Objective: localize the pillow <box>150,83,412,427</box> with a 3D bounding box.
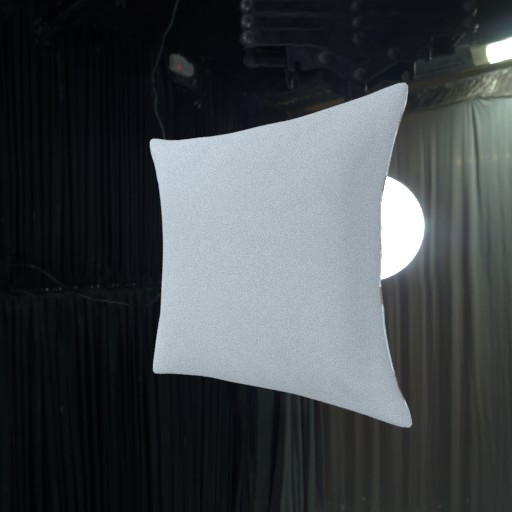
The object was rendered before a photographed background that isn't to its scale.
[{"bbox_3d":[0.000,0.000,0.807,0.552,0.508,0.166,0,-1,35],"label":"pillow"}]
